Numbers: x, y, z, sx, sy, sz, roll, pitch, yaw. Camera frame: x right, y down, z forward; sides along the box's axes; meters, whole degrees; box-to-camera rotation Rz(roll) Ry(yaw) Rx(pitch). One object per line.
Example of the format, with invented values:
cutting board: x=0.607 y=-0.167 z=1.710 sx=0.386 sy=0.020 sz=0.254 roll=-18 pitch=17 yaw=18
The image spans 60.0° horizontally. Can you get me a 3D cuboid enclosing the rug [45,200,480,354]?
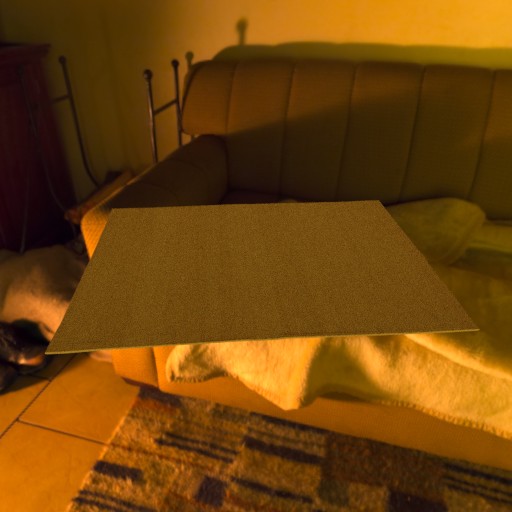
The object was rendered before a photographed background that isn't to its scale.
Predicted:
rug: x=0.000 y=0.000 z=4.258 sx=3.202 sy=0.045 sz=2.434 roll=-2 pitch=31 yaw=-4
